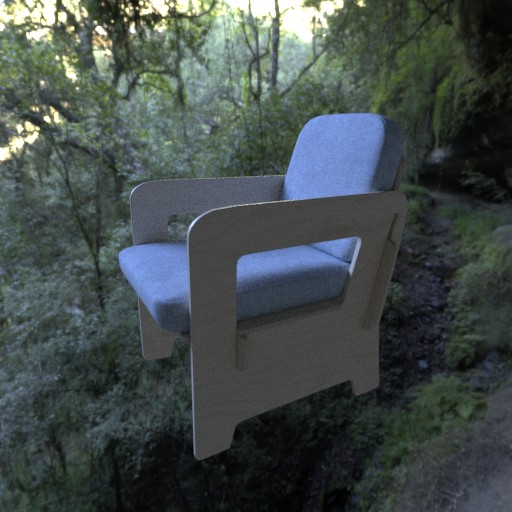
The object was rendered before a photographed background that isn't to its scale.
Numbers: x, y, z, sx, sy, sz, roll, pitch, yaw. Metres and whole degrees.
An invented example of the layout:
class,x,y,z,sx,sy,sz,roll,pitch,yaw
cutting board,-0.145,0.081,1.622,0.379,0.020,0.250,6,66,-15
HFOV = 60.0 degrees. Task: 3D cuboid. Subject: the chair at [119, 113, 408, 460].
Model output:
class,x,y,z,sx,sy,sz,roll,pitch,yaw
chair,0.000,0.000,1.295,0.710,0.800,0.590,-8,18,-25
